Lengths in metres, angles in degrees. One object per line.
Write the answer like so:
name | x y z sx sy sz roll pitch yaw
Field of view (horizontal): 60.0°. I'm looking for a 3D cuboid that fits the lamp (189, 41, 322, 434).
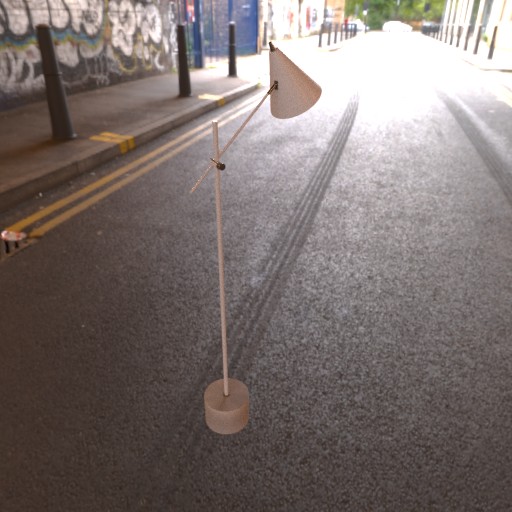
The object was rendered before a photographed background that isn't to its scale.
lamp | 0.000 0.000 1.644 0.508 1.430 0.223 -18 33 -30
